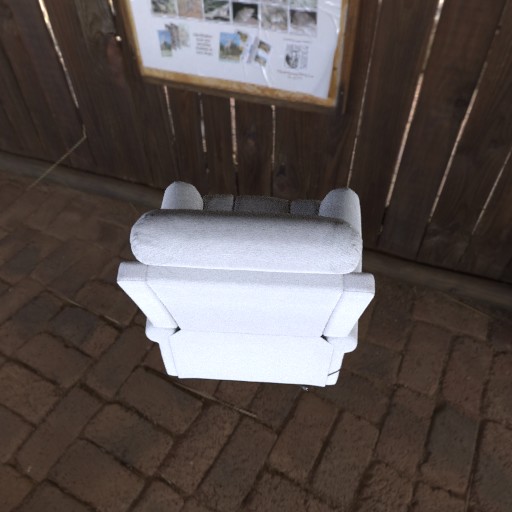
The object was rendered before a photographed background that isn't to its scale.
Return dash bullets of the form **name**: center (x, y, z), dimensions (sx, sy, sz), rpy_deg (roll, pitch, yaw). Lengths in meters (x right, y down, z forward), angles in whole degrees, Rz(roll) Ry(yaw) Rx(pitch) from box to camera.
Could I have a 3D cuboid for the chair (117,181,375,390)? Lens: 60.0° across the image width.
- **chair**: center (0.000, 0.000, 1.748), dimensions (0.871, 1.031, 0.979), rpy_deg (3, 45, 3)
